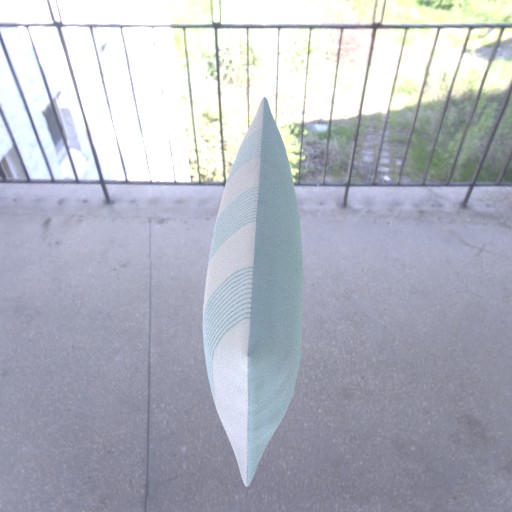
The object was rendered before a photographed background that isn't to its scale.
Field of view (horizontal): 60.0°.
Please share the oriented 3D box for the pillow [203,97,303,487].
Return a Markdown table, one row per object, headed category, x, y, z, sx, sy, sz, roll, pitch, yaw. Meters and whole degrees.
| category | x | y | z | sx | sy | sz | roll | pitch | yaw |
| --- | --- | --- | --- | --- | --- | --- | --- | --- | --- |
| pillow | 0.000 | 0.000 | 0.722 | 0.151 | 0.287 | 0.610 | 1 | 41 | 2 |
